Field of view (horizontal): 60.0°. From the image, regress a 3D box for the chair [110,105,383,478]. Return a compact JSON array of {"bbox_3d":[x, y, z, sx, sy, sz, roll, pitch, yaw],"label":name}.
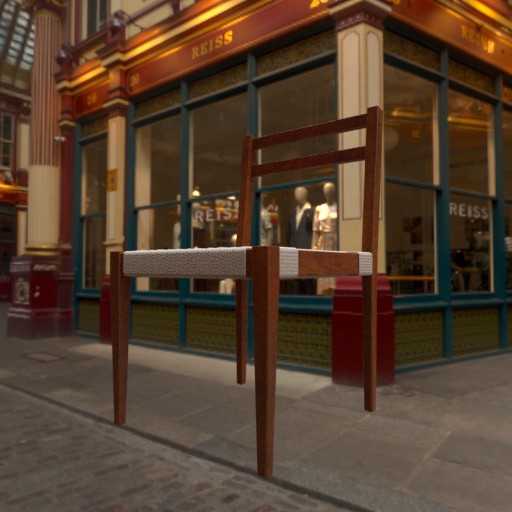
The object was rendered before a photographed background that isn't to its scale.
[{"bbox_3d":[0.000,0.000,1.192,0.495,0.851,0.569,-1,-2,38],"label":"chair"}]
